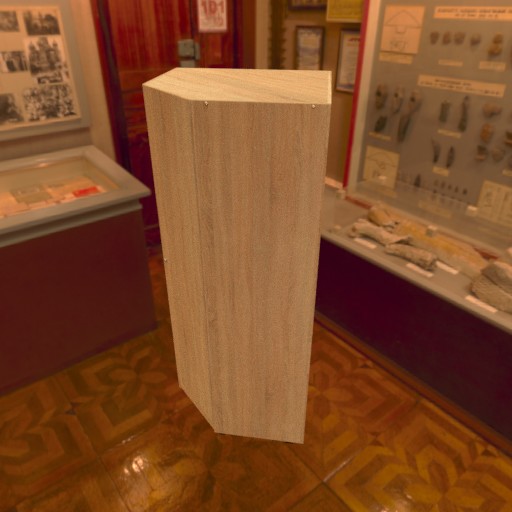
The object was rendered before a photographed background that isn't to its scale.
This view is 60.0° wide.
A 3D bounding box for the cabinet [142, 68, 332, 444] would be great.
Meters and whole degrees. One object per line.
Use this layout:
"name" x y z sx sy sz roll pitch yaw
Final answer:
"cabinet" 0.000 0.000 2.840 1.094 2.120 1.327 -20 36 -31
